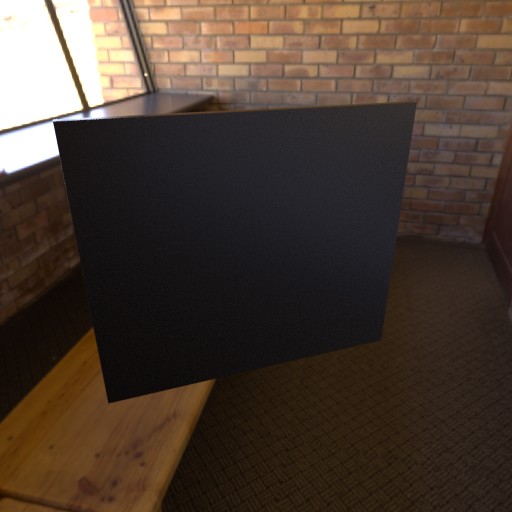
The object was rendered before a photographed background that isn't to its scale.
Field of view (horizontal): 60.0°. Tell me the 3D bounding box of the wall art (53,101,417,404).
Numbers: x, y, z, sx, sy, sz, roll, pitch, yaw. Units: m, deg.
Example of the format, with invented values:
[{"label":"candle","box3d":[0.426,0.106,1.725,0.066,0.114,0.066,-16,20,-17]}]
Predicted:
[{"label":"wall art","box3d":[0.000,0.000,0.524,0.383,0.332,0.012,-9,27,-17]}]
